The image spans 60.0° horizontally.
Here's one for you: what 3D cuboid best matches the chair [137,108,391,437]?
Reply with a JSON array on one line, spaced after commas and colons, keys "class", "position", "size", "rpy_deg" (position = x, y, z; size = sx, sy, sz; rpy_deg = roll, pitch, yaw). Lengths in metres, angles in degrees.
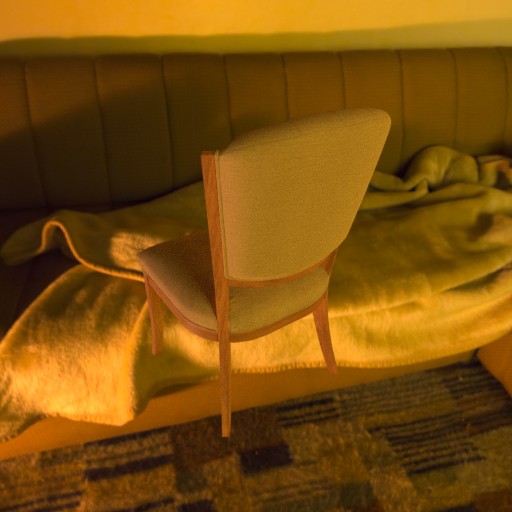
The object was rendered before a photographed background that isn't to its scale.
[{"class": "chair", "position": [0.000, 0.000, 1.269], "size": [0.513, 0.905, 0.584], "rpy_deg": [-20, 37, -29]}]
